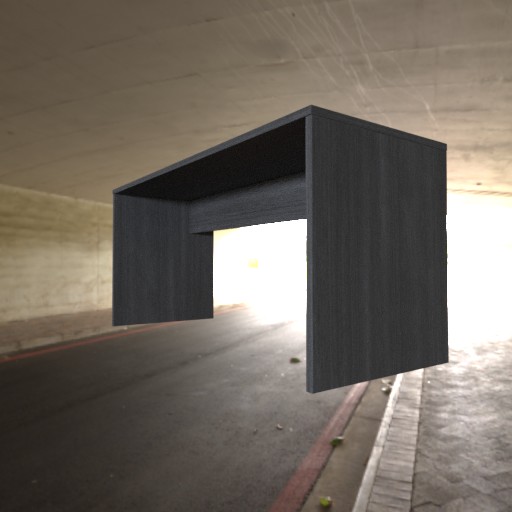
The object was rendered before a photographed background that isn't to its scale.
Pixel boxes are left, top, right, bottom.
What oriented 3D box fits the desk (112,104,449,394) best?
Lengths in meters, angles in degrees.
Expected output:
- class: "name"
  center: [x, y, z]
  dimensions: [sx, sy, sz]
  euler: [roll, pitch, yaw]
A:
- class: "desk"
  center: [0.000, 0.000, 2.030]
  dimensions: [0.802, 0.750, 1.600]
  euler: [1, -2, -36]
